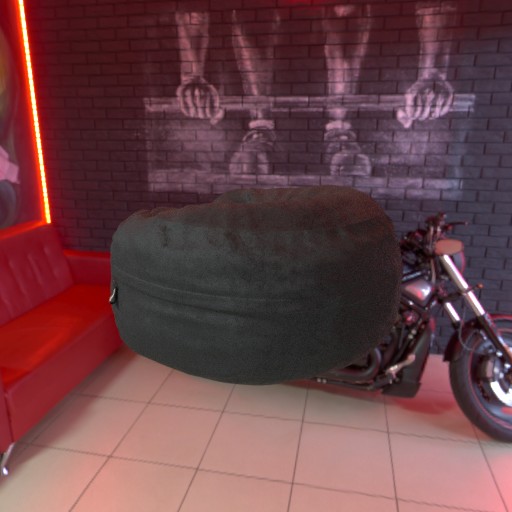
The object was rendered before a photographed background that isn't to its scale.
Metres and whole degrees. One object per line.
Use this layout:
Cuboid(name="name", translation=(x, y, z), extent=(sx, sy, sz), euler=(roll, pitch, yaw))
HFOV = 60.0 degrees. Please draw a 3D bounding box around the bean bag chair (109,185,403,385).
Cuboid(name="bean bag chair", translation=(0.000, 0.000, 2.395), extent=(1.525, 0.751, 1.525), euler=(0, 15, 0))
